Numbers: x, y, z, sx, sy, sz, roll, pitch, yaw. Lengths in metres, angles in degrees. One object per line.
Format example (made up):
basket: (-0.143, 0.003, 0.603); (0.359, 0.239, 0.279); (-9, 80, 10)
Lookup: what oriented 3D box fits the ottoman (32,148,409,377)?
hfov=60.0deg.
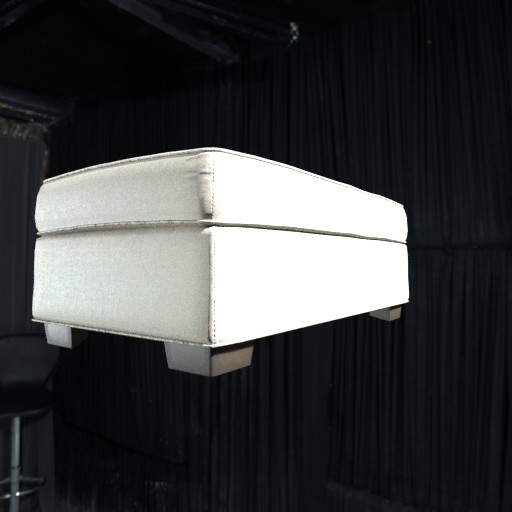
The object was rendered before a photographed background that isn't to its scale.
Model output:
ottoman: (0.000, 0.000, 1.377); (0.617, 0.448, 1.097); (0, -1, 36)
